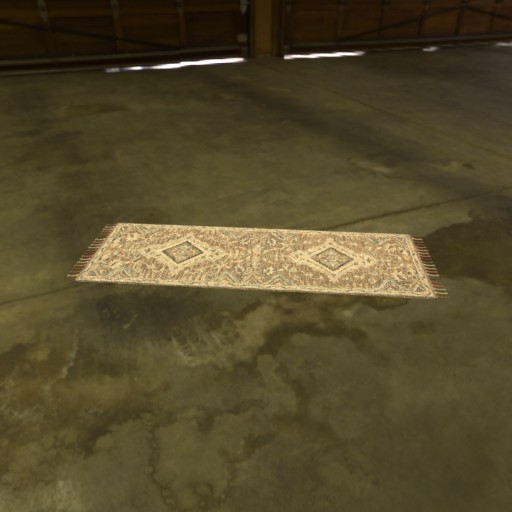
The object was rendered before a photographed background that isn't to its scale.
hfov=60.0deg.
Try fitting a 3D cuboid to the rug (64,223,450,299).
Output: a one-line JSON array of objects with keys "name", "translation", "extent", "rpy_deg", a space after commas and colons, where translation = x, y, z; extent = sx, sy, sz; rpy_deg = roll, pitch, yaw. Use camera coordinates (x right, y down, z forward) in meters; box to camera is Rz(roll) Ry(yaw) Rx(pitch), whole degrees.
[{"name": "rug", "translation": [0.000, 0.000, 2.900], "extent": [2.378, 0.018, 1.324], "rpy_deg": [11, 34, 18]}]
